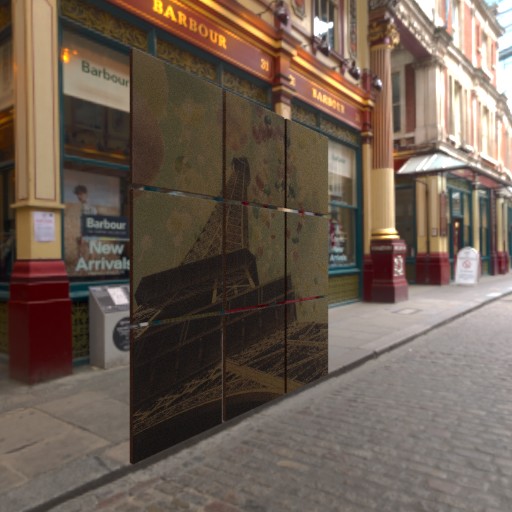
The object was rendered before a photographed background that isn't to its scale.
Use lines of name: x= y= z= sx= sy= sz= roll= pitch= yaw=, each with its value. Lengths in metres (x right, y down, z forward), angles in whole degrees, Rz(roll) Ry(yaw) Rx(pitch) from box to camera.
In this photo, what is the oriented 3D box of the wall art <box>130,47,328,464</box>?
wall art: x=0.000 y=0.000 z=1.833 sx=0.017 sy=1.246 sz=1.256 roll=0 pitch=0 yaw=37
